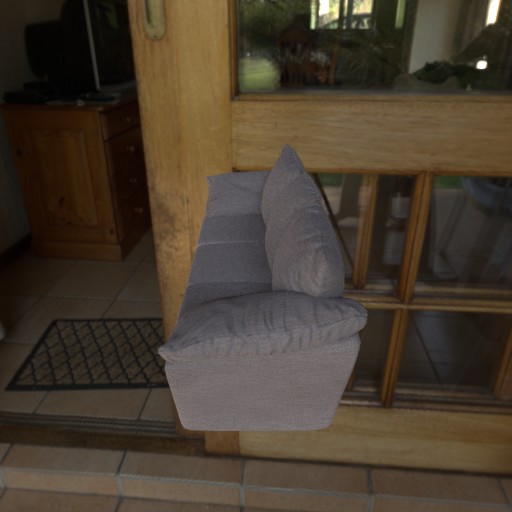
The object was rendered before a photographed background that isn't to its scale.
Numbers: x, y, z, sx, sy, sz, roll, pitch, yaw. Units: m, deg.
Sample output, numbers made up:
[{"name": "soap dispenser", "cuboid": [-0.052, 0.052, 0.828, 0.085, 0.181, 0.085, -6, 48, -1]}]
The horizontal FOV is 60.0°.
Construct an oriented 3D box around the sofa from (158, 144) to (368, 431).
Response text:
[{"name": "sofa", "cuboid": [0.000, 0.000, 2.933, 0.927, 1.043, 2.390, 0, 26, -1]}]
